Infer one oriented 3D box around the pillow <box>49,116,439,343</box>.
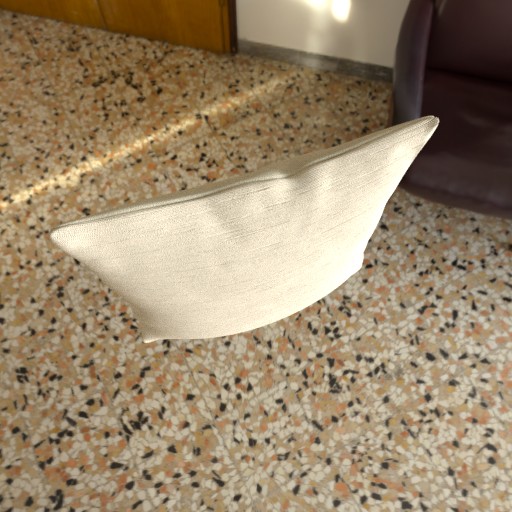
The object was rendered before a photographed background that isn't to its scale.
[{"bbox_3d":[0.000,0.000,0.651,0.437,0.420,0.162,-18,66,-9],"label":"pillow"}]
